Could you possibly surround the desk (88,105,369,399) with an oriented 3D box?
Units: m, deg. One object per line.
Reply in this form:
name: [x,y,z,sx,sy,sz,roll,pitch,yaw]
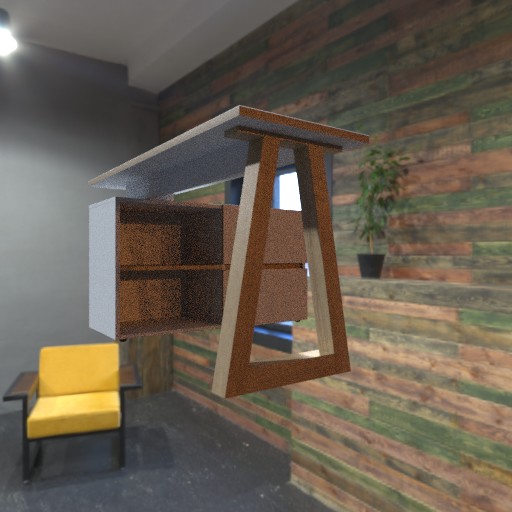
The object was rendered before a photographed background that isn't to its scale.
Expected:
desk: [0.000,0.000,1.997,1.098,0.755,1.404,0,0,-35]
